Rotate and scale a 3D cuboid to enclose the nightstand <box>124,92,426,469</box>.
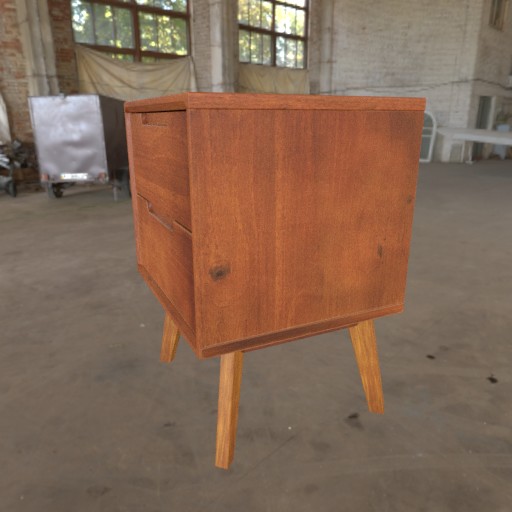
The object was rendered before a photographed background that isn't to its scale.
[{"bbox_3d":[0.000,0.000,0.933,0.411,0.618,0.460,-8,19,-24],"label":"nightstand"}]
